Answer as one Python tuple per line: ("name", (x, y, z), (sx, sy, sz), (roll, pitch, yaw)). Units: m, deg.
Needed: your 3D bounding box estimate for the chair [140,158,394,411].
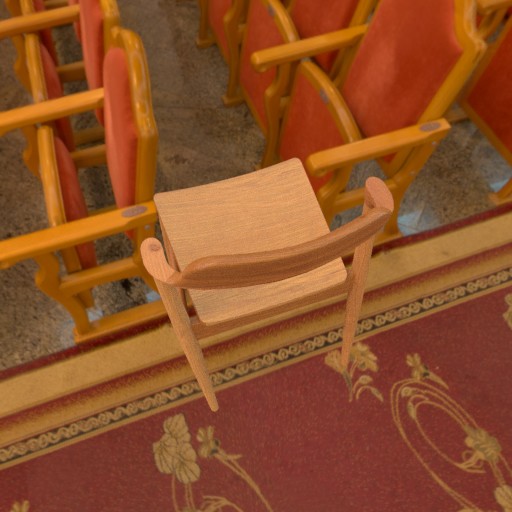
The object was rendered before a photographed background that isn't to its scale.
("chair", (0.000, 0.000, 1.149), (0.512, 0.792, 0.499), (-16, 60, -10))
